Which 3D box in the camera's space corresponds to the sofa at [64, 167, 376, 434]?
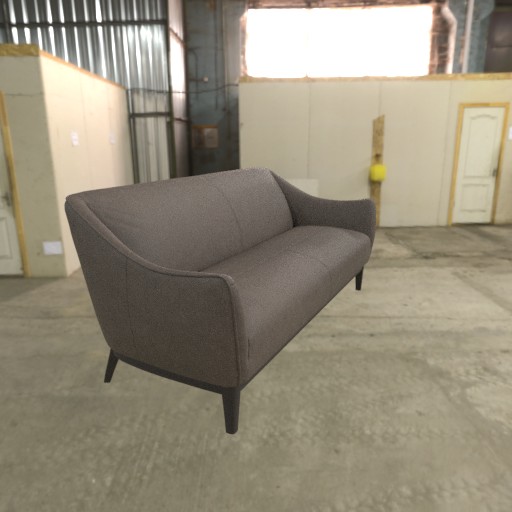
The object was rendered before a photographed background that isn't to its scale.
[{"bbox_3d":[0.000,0.000,2.408,0.869,0.831,1.928,8,17,27],"label":"sofa"}]
